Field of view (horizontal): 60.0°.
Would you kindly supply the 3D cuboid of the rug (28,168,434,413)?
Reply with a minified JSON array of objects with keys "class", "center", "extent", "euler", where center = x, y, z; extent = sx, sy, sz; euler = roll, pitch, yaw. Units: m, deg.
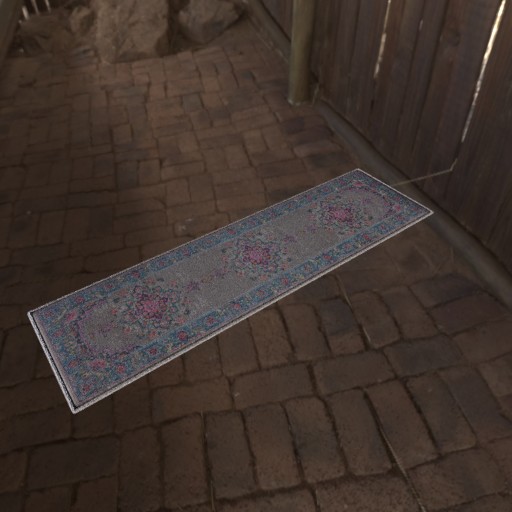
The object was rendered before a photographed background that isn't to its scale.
[{"class":"rug","center":[0.000,0.000,2.474],"extent":[2.297,0.019,0.659],"euler":[-26,48,-26]}]
